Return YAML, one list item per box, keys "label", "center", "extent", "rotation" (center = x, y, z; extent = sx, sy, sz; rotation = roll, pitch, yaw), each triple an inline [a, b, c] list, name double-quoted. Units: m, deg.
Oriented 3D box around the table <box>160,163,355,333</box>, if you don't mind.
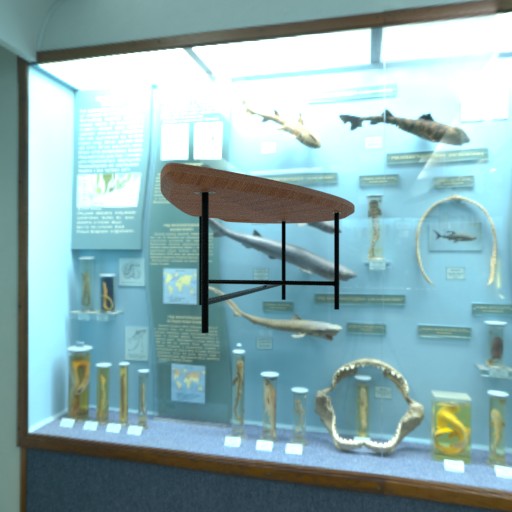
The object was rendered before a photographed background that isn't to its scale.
- label: "table"
  center: [0.000, 0.000, 1.442]
  extent: [0.598, 0.360, 1.199]
  rotation: [0, 0, 16]
